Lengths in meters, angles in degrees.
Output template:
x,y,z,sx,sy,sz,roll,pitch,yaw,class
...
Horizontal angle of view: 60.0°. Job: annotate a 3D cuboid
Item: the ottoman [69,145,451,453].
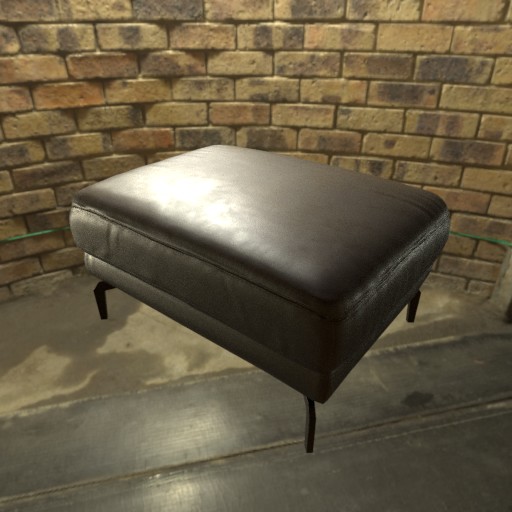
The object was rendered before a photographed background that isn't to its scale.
x,y,z,sx,sy,sz,roll,pitch,yaw,class
0.000,0.000,1.104,0.764,0.402,0.570,21,36,33,ottoman
